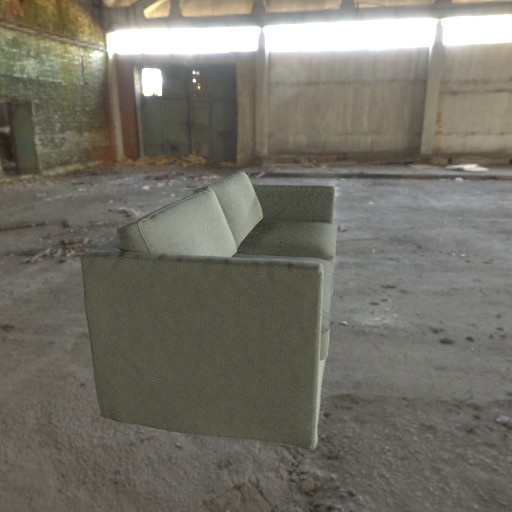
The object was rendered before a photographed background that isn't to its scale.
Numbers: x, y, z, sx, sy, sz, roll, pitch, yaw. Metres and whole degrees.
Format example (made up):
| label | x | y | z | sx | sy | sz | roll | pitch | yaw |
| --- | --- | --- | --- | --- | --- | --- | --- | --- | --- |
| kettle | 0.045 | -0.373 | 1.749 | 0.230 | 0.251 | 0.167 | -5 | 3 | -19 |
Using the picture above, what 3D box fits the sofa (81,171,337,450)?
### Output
| label | x | y | z | sx | sy | sz | roll | pitch | yaw |
| --- | --- | --- | --- | --- | --- | --- | --- | --- | --- |
| sofa | 0.000 | 0.000 | 2.751 | 0.962 | 0.853 | 2.312 | 3 | 17 | 10 |
